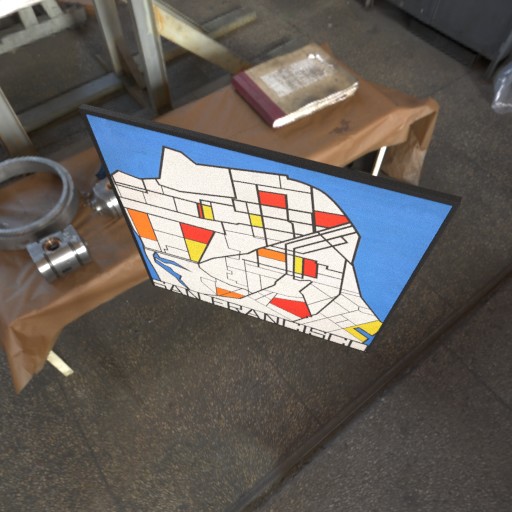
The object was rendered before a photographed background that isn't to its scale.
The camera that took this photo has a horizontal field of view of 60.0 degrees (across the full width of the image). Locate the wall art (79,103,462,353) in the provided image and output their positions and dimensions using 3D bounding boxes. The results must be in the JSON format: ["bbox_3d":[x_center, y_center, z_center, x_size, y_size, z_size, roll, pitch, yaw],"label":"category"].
[{"bbox_3d":[0.000,0.000,1.014,0.664,0.663,0.015,16,59,10],"label":"wall art"}]
